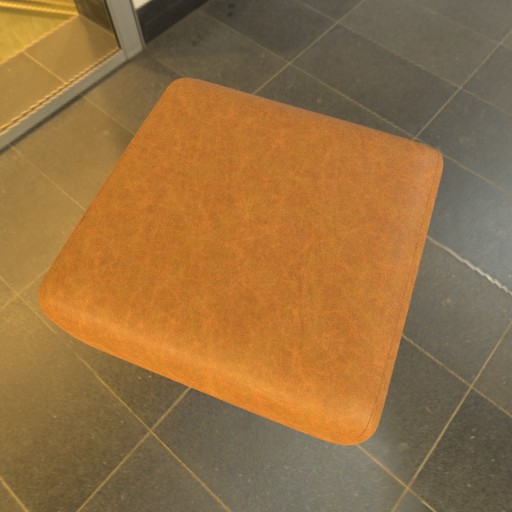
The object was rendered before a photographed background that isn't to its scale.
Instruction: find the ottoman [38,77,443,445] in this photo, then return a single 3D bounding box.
[{"bbox_3d":[0.000,0.000,1.020,0.650,0.399,0.650,19,65,9],"label":"ottoman"}]
